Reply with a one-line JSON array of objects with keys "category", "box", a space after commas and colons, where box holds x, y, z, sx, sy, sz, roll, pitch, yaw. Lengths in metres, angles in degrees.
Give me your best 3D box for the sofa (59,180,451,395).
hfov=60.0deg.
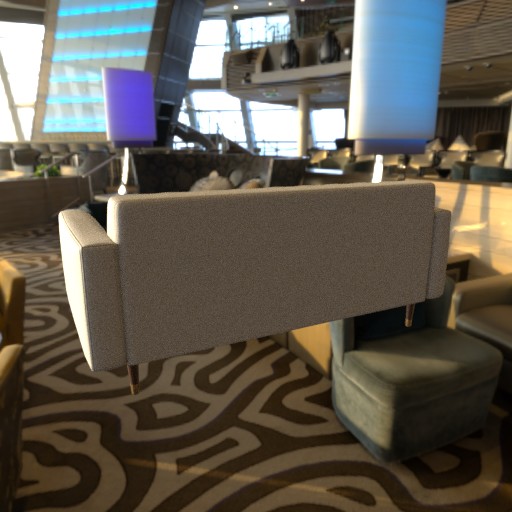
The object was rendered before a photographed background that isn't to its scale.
[{"category": "sofa", "box": [0.000, 0.000, 2.409, 1.895, 0.814, 0.969, -7, 16, -26]}]
